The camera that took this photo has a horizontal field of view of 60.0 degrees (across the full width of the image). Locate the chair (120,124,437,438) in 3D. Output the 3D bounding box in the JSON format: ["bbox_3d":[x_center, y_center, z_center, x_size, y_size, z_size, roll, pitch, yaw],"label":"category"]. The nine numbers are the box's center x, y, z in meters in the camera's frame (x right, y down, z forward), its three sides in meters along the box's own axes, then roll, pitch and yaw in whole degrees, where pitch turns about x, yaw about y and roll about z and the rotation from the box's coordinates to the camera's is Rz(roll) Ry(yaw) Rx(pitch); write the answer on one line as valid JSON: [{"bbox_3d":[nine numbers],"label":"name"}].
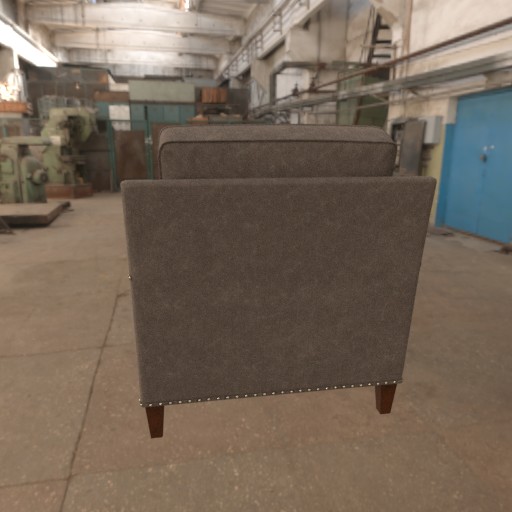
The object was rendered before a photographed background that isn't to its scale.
[{"bbox_3d":[0.000,0.000,1.706,0.853,0.948,1.014,-2,15,-9],"label":"chair"}]
